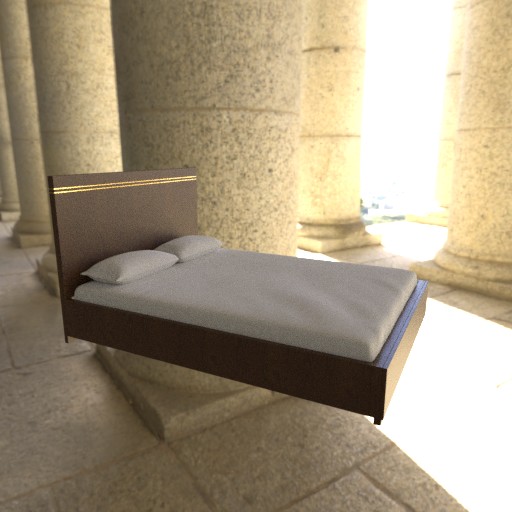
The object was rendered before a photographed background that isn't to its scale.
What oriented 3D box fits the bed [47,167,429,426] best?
[{"bbox_3d":[0.000,0.000,3.217,2.221,1.169,1.613,7,15,26],"label":"bed"}]
